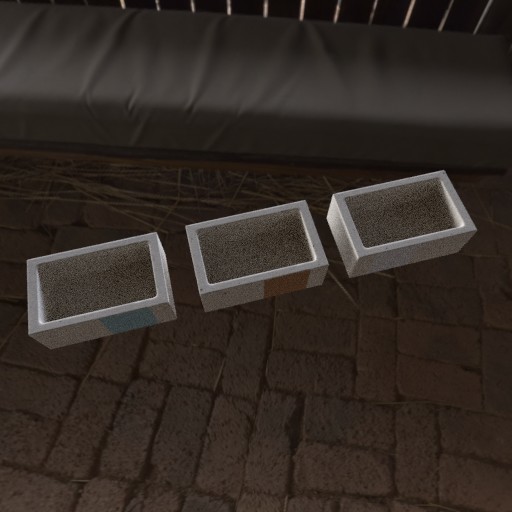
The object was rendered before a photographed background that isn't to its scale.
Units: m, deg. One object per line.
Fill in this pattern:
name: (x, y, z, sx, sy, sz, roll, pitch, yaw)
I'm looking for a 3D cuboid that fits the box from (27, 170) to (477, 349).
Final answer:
box: (0.000, 0.000, 0.482, 0.461, 0.051, 0.082, -13, 64, -6)
